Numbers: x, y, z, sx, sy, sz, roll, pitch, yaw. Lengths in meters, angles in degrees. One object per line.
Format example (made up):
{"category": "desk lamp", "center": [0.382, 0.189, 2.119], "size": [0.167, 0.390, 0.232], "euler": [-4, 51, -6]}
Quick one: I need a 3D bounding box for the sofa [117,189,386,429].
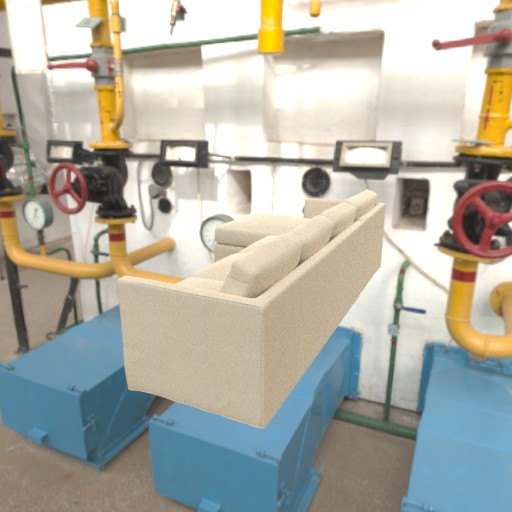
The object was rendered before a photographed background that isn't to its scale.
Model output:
{"category": "sofa", "center": [0.000, 0.000, 3.909], "size": [1.650, 0.922, 3.205], "euler": [8, 18, 25]}
